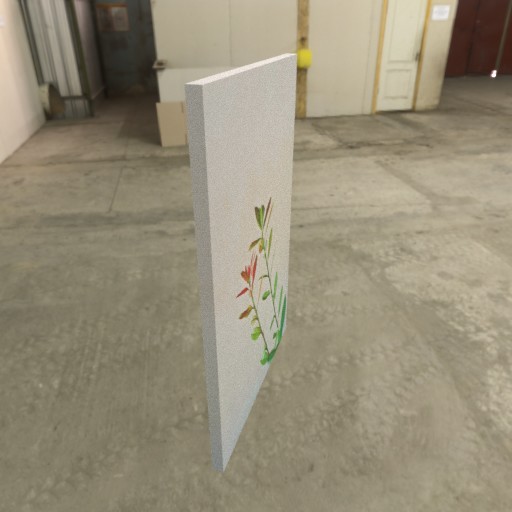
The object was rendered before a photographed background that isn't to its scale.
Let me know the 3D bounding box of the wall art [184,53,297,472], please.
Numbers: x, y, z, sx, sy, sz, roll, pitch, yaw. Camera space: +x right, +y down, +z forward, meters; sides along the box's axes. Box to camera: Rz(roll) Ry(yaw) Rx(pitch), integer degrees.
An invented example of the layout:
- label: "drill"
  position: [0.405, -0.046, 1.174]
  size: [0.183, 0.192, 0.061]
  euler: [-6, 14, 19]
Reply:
- label: "wall art"
  position: [0.000, 0.000, 1.436]
  size: [0.038, 1.143, 0.764]
  euler: [9, 30, 16]
